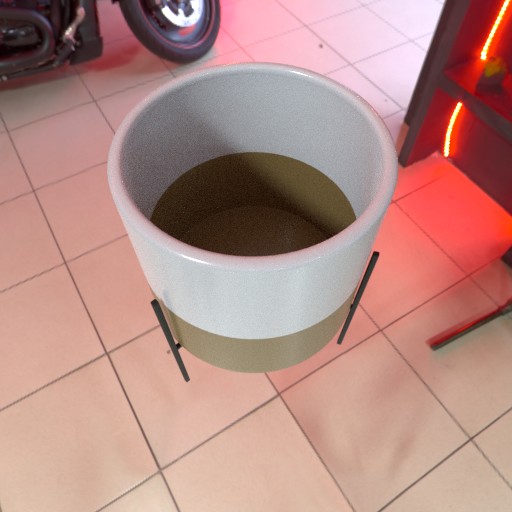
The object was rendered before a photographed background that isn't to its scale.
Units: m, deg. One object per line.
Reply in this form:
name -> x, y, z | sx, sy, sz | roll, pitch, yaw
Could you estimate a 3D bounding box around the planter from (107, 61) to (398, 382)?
planter -> 0.000, 0.000, 0.642 | 0.310, 0.432, 0.310 | 1, 57, 1
